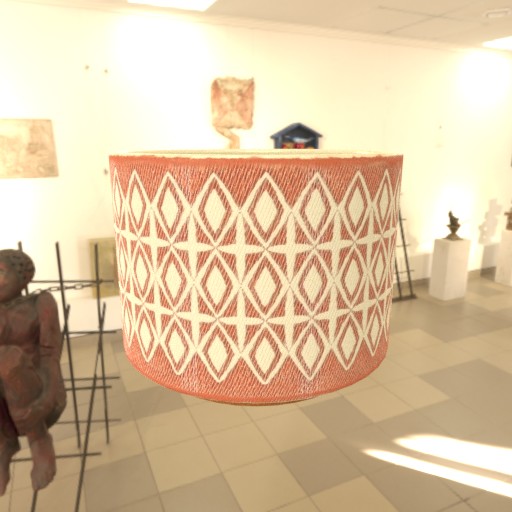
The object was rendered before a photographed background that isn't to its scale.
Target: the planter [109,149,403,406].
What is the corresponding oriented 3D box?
[{"bbox_3d":[0.000,0.000,0.321,0.192,0.148,0.192,0,14,0],"label":"planter"}]
